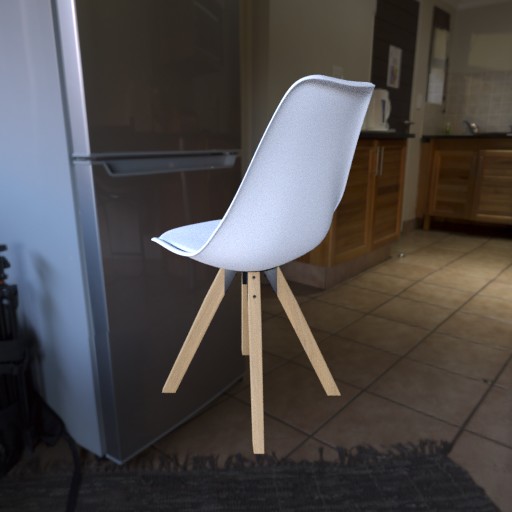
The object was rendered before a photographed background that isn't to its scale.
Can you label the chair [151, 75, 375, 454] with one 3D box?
[{"bbox_3d":[0.000,0.000,1.188,0.550,0.849,0.485,14,21,41],"label":"chair"}]
